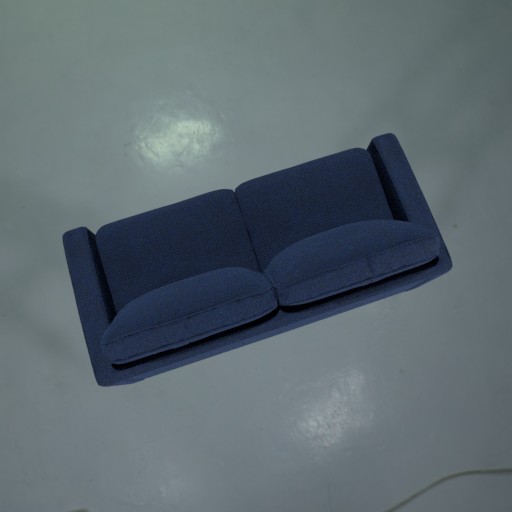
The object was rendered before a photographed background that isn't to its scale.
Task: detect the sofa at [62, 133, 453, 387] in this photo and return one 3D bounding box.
[{"bbox_3d":[0.000,0.000,2.645,2.080,0.919,0.940,-18,76,-4],"label":"sofa"}]
